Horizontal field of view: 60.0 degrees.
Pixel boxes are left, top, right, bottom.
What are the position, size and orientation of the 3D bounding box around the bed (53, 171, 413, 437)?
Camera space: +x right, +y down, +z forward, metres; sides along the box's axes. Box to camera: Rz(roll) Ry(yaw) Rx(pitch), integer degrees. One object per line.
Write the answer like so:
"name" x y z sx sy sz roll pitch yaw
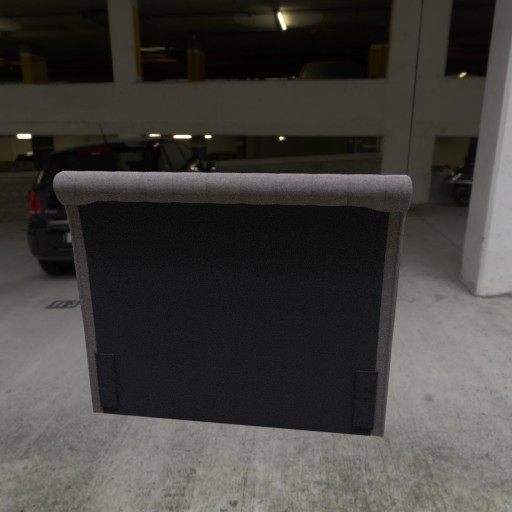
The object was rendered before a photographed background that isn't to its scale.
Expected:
"bed" 0.000 0.000 3.228 1.645 1.371 2.252 2 16 7
